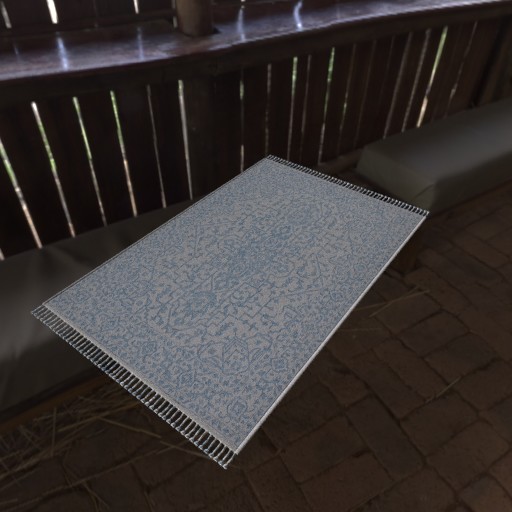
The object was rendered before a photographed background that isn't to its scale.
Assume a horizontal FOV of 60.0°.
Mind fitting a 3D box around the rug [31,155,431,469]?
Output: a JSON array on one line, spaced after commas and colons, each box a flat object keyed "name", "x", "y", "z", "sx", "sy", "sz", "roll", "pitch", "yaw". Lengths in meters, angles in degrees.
[{"name": "rug", "x": 0.000, "y": 0.000, "z": 3.027, "sx": 1.524, "sy": 0.010, "sz": 2.438, "roll": 26, "pitch": 47, "yaw": 27}]
